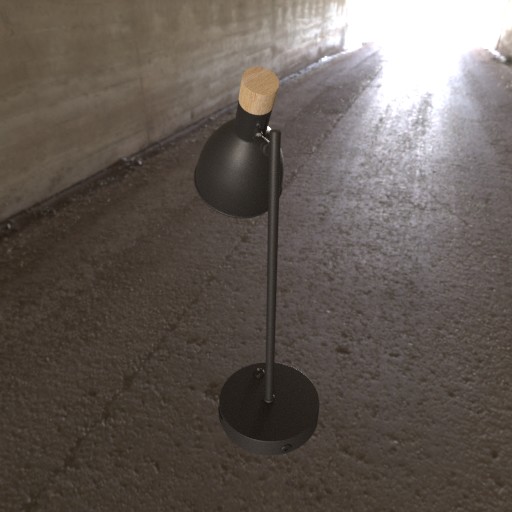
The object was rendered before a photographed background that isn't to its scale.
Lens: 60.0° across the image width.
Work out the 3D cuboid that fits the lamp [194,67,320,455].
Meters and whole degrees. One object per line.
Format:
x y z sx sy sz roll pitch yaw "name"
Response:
0.000 0.000 0.609 0.152 0.483 0.287 -9 32 -14 "lamp"
